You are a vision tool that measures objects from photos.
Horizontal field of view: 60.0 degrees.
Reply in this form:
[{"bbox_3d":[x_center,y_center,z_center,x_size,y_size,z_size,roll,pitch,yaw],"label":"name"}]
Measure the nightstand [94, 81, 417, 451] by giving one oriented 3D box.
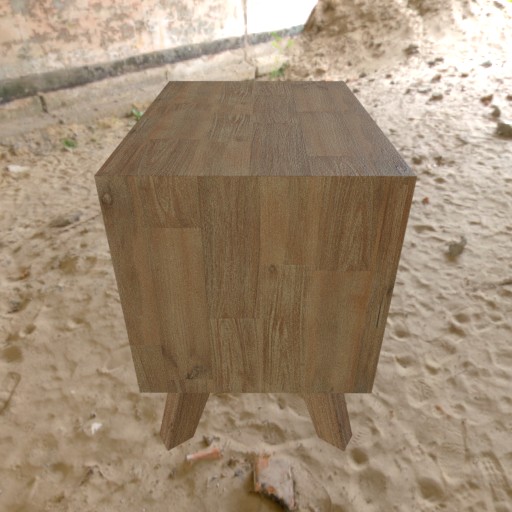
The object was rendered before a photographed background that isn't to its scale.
[{"bbox_3d":[0.000,0.000,0.933,0.396,0.589,0.552,0,33,0],"label":"nightstand"}]
